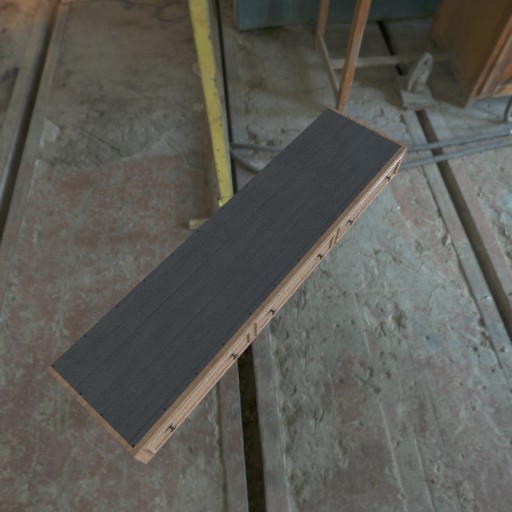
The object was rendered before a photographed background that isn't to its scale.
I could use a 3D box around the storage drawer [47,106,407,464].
[{"bbox_3d":[0.000,0.000,2.230,0.538,0.264,2.032,35,65,19],"label":"storage drawer"}]
